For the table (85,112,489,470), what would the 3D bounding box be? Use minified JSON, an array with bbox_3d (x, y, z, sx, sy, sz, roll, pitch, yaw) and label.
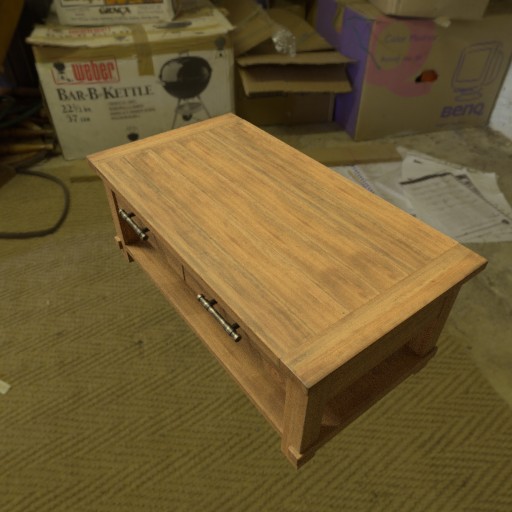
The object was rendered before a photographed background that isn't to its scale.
[{"bbox_3d":[0.000,0.000,1.627,0.693,0.494,1.270,-26,47,-27],"label":"table"}]
